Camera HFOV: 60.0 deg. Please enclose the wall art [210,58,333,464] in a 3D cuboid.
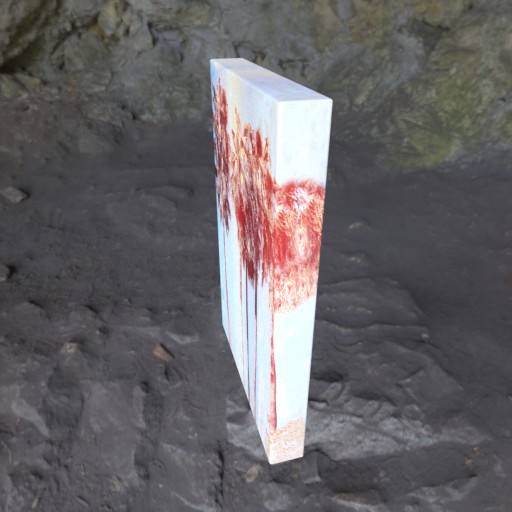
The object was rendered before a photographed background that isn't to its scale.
[{"bbox_3d":[0.000,0.000,0.495,0.039,0.380,0.251,-8,31,-13],"label":"wall art"}]
